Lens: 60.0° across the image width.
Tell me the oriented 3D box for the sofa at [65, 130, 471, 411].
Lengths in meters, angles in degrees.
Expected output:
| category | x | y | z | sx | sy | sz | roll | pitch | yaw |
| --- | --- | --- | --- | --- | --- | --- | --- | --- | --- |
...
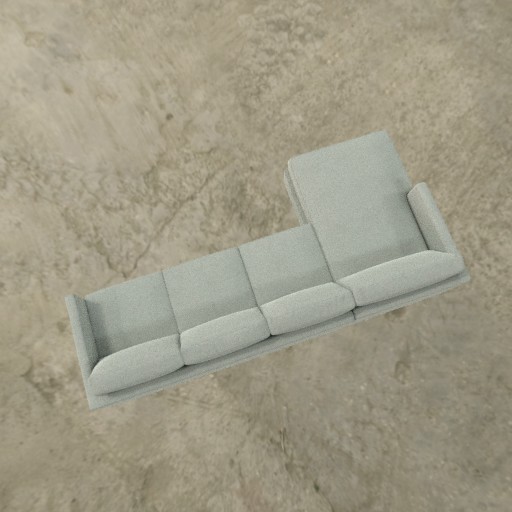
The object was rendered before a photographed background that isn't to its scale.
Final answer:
| category | x | y | z | sx | sy | sz | roll | pitch | yaw |
| --- | --- | --- | --- | --- | --- | --- | --- | --- | --- |
| sofa | 0.000 | 0.000 | 3.926 | 3.205 | 0.922 | 1.650 | -18 | 76 | -5 |
